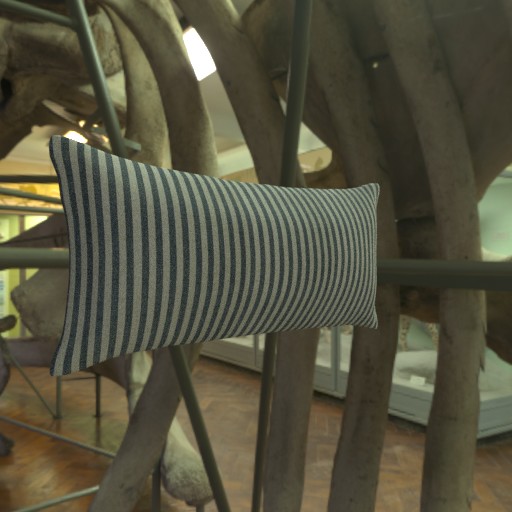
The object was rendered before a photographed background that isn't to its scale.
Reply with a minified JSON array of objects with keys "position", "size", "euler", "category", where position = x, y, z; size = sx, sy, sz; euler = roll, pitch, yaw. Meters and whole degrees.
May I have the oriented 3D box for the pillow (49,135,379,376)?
[{"position":[0.000,0.000,0.716],"size":[0.617,0.295,0.151],"euler":[0,0,-36],"category":"pillow"}]
